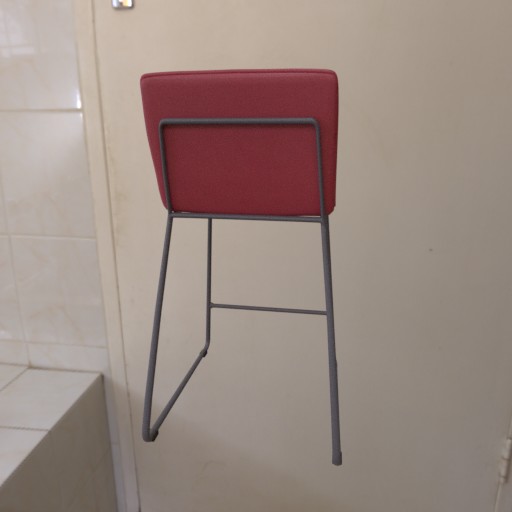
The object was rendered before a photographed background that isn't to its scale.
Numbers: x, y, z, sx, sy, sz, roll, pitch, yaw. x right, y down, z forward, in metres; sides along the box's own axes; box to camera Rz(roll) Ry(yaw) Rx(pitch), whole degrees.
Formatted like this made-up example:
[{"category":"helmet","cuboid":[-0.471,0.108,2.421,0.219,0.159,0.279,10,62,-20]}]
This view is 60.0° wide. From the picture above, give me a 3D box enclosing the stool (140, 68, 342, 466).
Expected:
[{"category":"stool","cuboid":[0.000,0.000,1.178,0.489,0.866,0.524,3,16,10]}]
